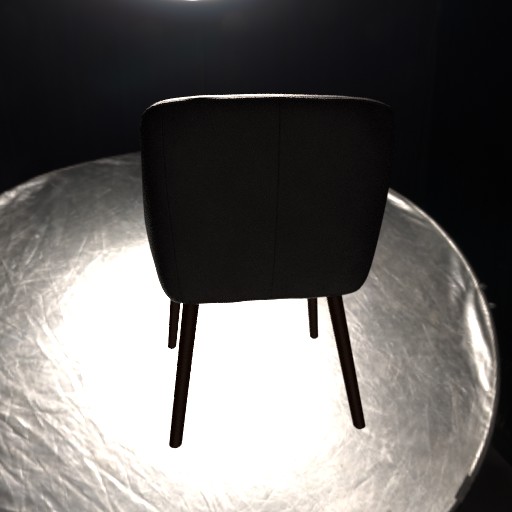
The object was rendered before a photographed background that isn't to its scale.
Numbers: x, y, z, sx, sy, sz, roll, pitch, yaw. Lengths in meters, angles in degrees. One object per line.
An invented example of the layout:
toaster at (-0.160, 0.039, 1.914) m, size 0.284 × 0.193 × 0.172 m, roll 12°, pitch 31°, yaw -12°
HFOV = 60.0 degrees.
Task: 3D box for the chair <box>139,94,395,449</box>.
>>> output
chair at (0.000, 0.000, 1.252) m, size 0.610 × 0.828 × 0.610 m, roll -3°, pitch 17°, yaw -8°
